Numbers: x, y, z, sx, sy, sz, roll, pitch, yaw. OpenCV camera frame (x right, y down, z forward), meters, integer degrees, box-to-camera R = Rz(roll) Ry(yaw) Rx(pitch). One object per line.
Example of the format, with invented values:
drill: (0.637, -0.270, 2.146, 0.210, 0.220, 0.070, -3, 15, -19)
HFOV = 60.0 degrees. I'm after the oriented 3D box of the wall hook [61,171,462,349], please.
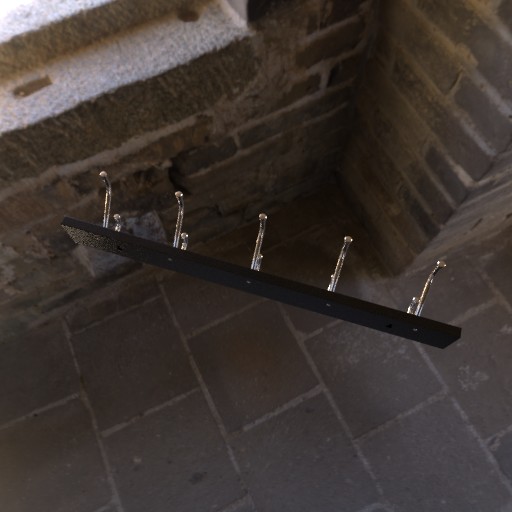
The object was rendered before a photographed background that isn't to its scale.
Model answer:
wall hook: (0.000, 0.000, 0.622, 0.571, 0.117, 0.071, 16, 65, 7)
